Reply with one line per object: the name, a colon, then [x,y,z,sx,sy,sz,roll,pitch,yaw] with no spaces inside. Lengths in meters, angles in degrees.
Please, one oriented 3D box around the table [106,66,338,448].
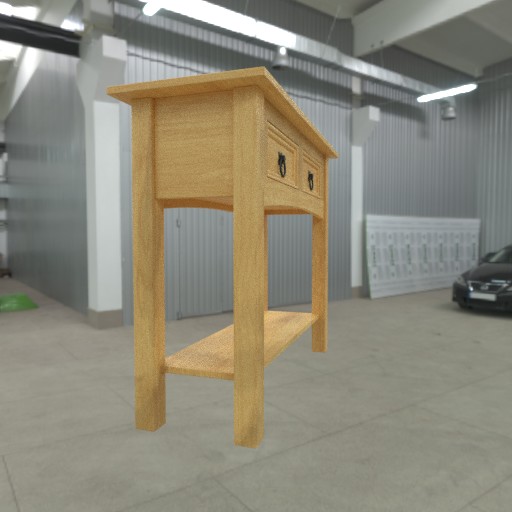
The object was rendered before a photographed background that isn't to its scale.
table: [0.000,0.000,1.294,0.340,0.728,0.900,1,3,19]
